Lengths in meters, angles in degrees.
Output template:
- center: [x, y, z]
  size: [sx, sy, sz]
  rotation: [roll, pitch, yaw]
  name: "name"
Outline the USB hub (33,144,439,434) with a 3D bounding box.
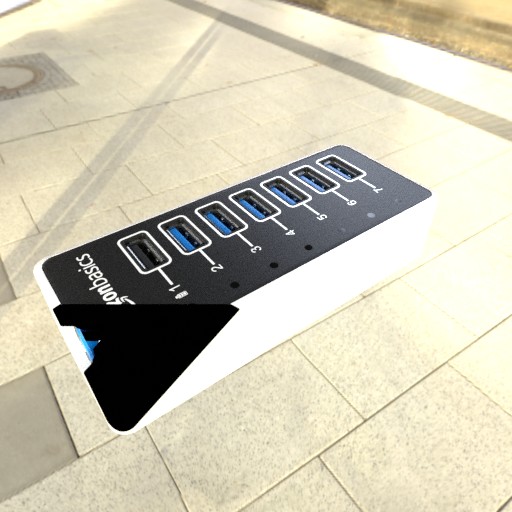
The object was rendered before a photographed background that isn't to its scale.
- center: [0.000, 0.000, 0.130]
  size: [0.110, 0.023, 0.044]
  rotation: [-26, 48, -26]
  name: "USB hub"
